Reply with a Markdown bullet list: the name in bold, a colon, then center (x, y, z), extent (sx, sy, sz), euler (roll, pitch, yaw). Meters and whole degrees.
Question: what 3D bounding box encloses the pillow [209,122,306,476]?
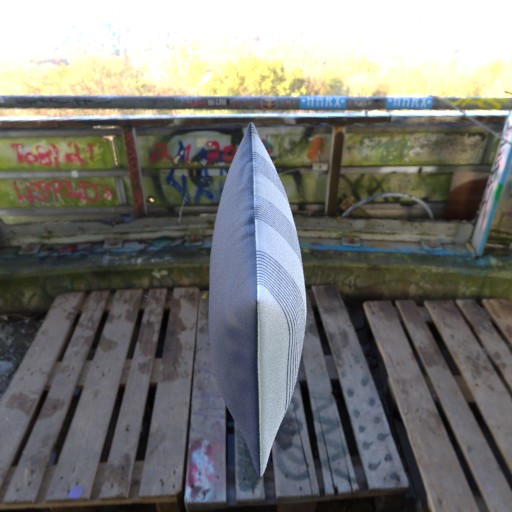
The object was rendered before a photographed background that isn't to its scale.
- **pillow**: center (0.000, 0.000, 0.748), extent (0.151, 0.287, 0.610), euler (-1, 33, -1)
